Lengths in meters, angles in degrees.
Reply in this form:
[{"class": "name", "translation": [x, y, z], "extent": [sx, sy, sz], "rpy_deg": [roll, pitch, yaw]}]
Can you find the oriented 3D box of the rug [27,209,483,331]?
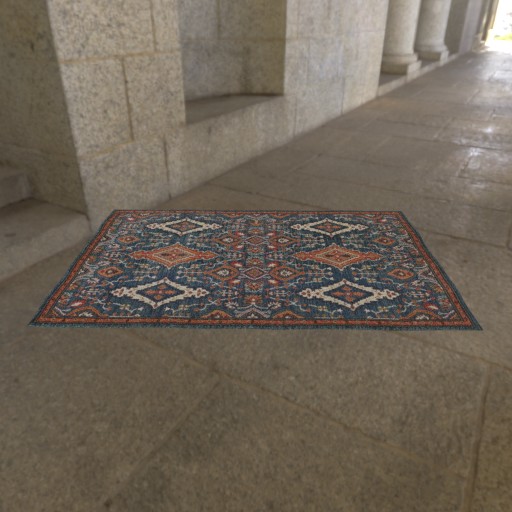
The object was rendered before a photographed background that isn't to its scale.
[{"class": "rug", "translation": [0.000, 0.000, 4.181], "extent": [3.371, 0.008, 2.190], "rpy_deg": [0, 29, 1]}]
